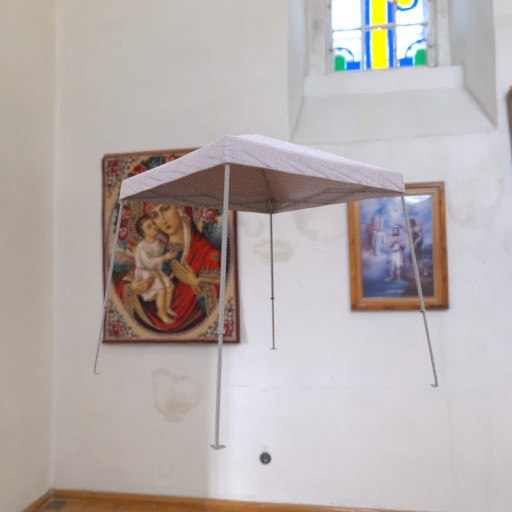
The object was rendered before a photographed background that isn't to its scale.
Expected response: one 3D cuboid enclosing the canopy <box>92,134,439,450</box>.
[{"bbox_3d":[0.000,0.000,5.151,2.849,2.850,2.850,1,-2,-37],"label":"canopy"}]
